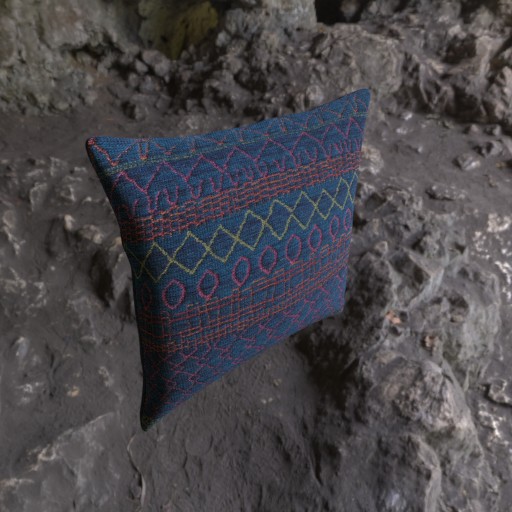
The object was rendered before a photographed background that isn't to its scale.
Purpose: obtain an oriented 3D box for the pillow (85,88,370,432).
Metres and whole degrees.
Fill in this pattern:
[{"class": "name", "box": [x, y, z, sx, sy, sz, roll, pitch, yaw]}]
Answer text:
[{"class": "pillow", "box": [0.000, 0.000, 0.650, 0.431, 0.431, 0.141, -23, 39, -33]}]
